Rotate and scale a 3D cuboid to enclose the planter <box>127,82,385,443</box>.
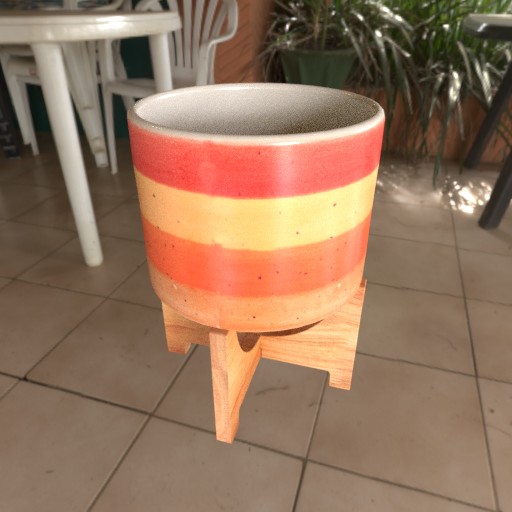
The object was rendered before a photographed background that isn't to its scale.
[{"bbox_3d":[0.000,0.000,0.403,0.199,0.268,0.199,0,30,0],"label":"planter"}]
